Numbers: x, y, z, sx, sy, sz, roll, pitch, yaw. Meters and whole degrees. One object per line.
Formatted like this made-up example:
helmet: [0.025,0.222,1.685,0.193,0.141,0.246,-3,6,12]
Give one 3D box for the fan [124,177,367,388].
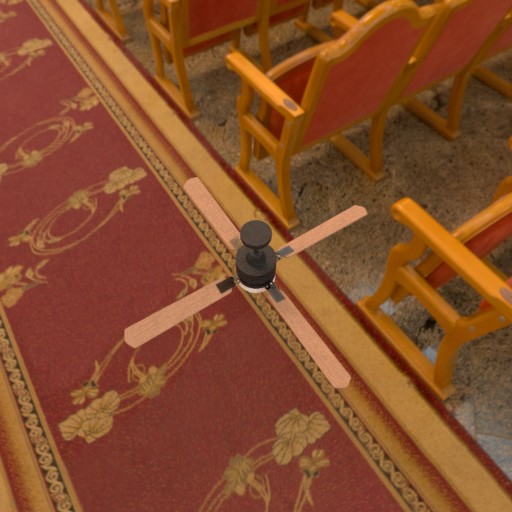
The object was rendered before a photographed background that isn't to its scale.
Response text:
fan: [0.000,0.000,1.980,1.320,0.355,1.320,-29,62,-17]
